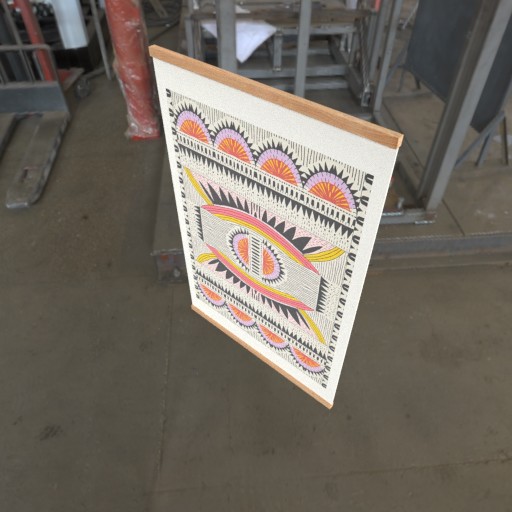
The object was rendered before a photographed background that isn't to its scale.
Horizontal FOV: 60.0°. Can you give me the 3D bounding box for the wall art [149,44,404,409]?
[{"bbox_3d":[0.000,0.000,1.936,0.999,1.533,0.028,31,53,27],"label":"wall art"}]
